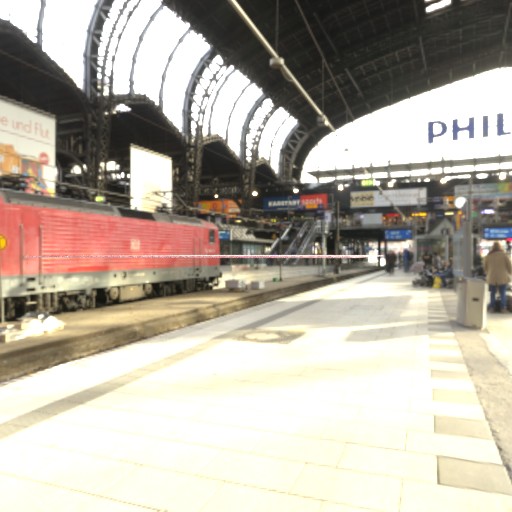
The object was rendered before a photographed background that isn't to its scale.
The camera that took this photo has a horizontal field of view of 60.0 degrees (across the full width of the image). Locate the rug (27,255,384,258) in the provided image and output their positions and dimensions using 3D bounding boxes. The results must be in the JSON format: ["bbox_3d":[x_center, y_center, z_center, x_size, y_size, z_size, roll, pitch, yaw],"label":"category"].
[{"bbox_3d":[0.000,0.000,2.337,1.219,0.006,1.829,0,0,19],"label":"rug"}]
